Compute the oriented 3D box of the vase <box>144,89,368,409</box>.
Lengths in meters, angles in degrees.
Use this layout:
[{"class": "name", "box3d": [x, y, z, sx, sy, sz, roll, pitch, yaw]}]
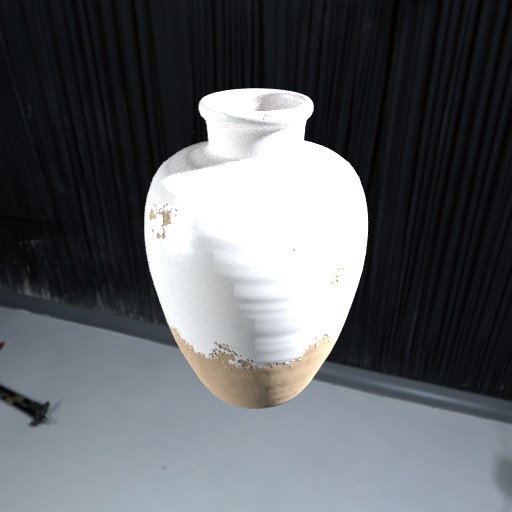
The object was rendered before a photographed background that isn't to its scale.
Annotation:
[{"class": "vase", "box3d": [0.000, 0.000, 0.335, 0.158, 0.228, 0.158, 0, 31, 0]}]
